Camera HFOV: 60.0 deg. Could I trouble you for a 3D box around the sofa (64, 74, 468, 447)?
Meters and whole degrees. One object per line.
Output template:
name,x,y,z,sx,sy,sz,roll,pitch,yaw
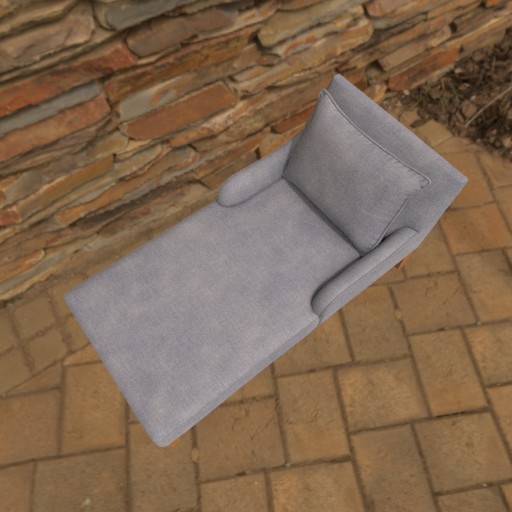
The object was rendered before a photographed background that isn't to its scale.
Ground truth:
sofa,0.000,0.000,2.254,1.779,0.883,0.904,-35,68,-16
